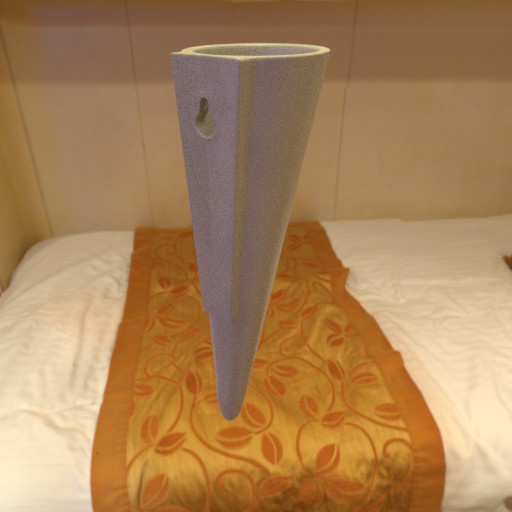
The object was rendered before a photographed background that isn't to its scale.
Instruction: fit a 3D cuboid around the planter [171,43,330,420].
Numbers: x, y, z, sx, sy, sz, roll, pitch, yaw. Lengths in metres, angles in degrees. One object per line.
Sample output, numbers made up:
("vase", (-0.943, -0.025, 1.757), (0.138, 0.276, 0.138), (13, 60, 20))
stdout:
("planter", (0.000, 0.000, 0.225), (0.057, 0.191, 0.064), (21, 35, 32))
